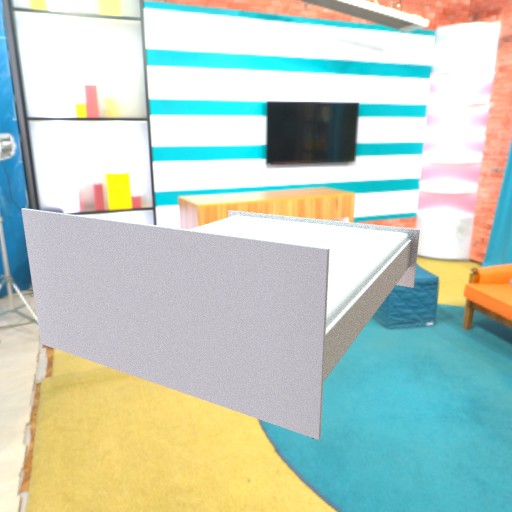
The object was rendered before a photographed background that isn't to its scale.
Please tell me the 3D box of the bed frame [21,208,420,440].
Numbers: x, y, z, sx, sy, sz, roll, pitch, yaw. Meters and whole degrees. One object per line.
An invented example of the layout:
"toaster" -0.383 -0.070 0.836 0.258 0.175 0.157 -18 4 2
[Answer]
"bed frame" 0.000 0.000 2.938 1.720 0.800 2.060 9 18 28
